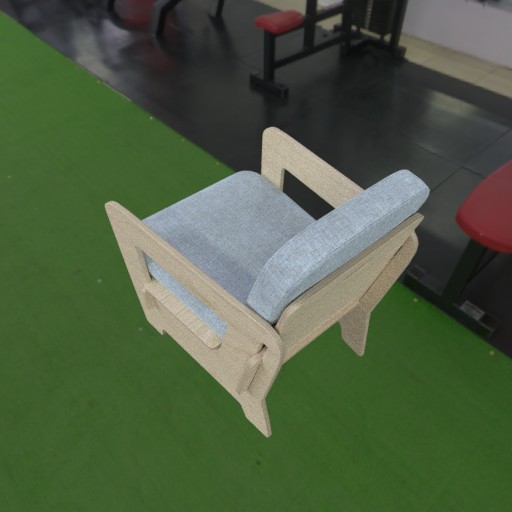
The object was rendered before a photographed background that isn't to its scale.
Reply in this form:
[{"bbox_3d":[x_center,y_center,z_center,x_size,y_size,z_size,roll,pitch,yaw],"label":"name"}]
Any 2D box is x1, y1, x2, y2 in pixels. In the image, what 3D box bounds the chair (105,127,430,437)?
[{"bbox_3d":[0.000,0.000,1.293,0.590,0.800,0.710,-32,55,-26],"label":"chair"}]
